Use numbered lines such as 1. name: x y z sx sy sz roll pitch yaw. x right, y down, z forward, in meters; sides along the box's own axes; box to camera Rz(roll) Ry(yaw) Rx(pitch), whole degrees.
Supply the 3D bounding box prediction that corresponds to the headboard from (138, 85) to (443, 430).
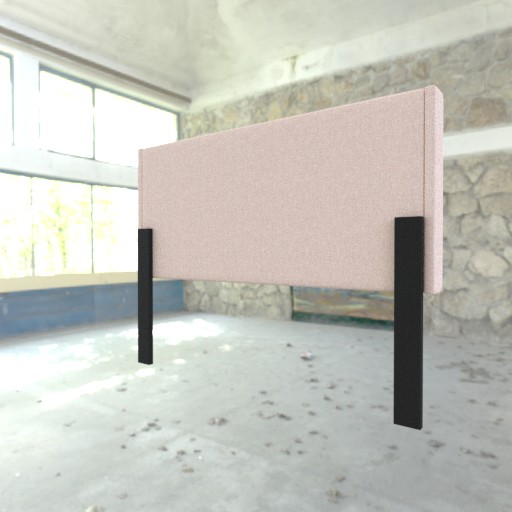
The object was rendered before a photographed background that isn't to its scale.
1. headboard: 0.000 0.000 2.615 2.051 1.524 0.184 1 1 37
